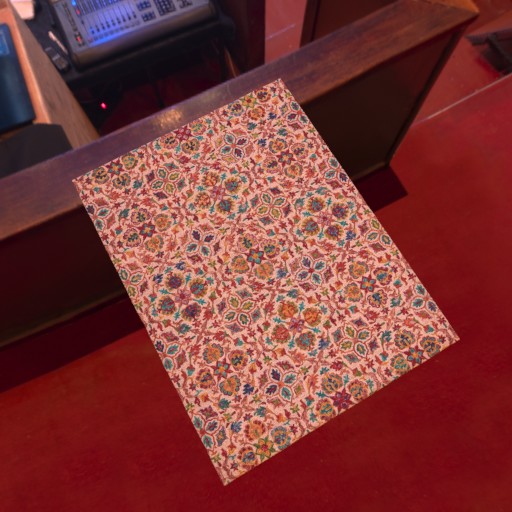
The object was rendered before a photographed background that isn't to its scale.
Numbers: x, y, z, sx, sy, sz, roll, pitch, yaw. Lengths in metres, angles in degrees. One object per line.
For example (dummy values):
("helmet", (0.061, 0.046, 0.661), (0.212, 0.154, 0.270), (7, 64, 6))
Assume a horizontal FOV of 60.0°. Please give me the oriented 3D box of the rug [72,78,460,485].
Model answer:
("rug", (0.000, 0.000, 4.251), (2.446, 0.020, 3.215), (-29, 76, -8))
